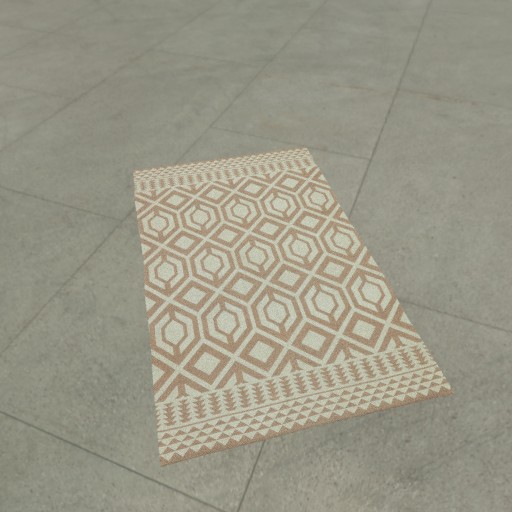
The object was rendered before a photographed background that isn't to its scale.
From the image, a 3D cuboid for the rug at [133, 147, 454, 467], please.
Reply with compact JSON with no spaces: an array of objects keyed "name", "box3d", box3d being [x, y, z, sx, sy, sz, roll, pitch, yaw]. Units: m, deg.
[{"name":"rug","box3d":[0.000,0.000,2.999,1.526,0.011,2.435,-10,46,-10]}]
